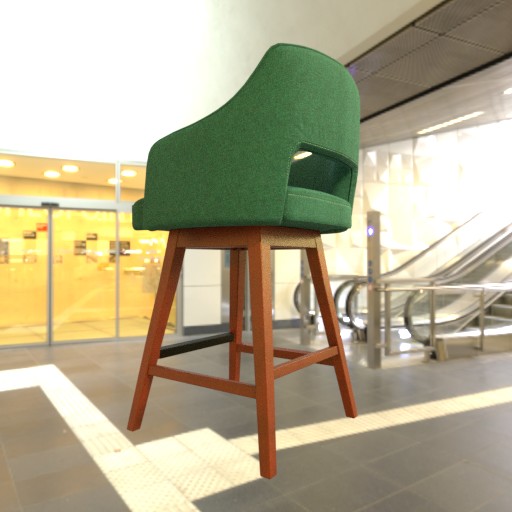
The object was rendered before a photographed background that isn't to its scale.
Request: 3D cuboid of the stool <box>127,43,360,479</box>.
[{"bbox_3d":[0.000,0.000,1.261,0.556,0.961,0.548,0,-1,36],"label":"stool"}]
